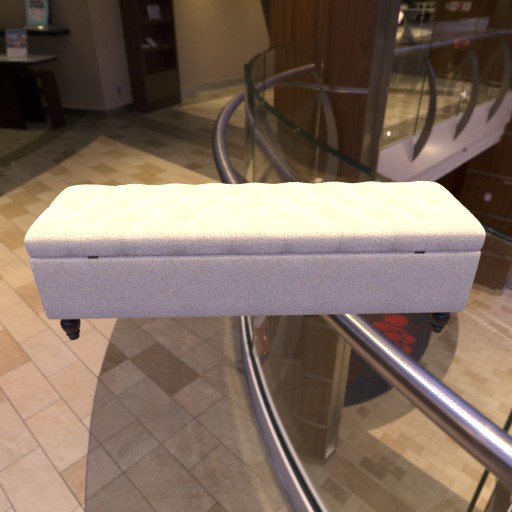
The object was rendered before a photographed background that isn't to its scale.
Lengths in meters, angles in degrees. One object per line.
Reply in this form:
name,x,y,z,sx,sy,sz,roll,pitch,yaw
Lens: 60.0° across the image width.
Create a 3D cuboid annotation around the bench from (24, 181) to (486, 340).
bench,0.000,0.000,1.687,1.480,0.467,0.455,-1,31,-1
